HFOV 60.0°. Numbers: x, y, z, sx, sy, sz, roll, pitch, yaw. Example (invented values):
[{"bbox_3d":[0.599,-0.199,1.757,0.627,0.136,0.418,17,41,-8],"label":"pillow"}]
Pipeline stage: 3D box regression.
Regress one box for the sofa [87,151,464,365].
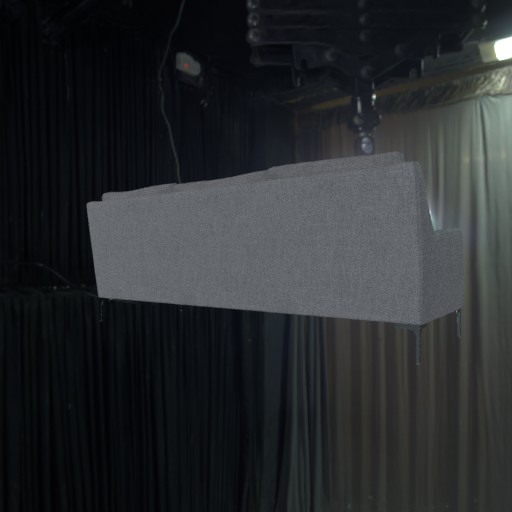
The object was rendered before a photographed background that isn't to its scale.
[{"bbox_3d":[0.000,0.000,2.533,2.060,0.837,0.849,0,0,36],"label":"sofa"}]
